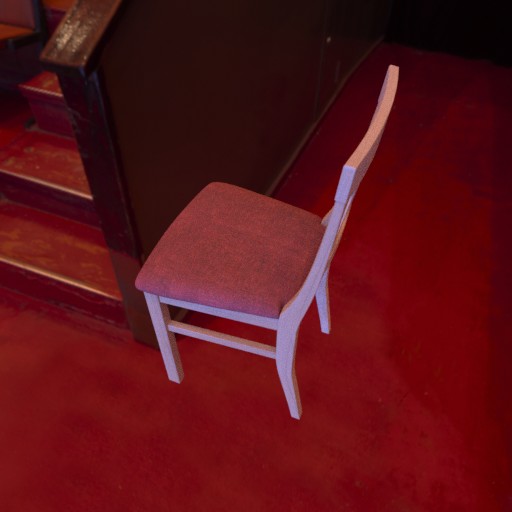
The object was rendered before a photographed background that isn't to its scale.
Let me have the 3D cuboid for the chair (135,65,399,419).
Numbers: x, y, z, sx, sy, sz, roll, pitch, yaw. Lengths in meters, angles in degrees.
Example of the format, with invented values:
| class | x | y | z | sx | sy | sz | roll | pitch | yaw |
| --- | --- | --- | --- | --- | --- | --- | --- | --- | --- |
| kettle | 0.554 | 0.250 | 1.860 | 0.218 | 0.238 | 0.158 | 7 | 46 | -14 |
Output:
| class | x | y | z | sx | sy | sz | roll | pitch | yaw |
| --- | --- | --- | --- | --- | --- | --- | --- | --- | --- |
| chair | 0.000 | 0.000 | 1.151 | 0.492 | 0.912 | 0.439 | 16 | 49 | 15 |
